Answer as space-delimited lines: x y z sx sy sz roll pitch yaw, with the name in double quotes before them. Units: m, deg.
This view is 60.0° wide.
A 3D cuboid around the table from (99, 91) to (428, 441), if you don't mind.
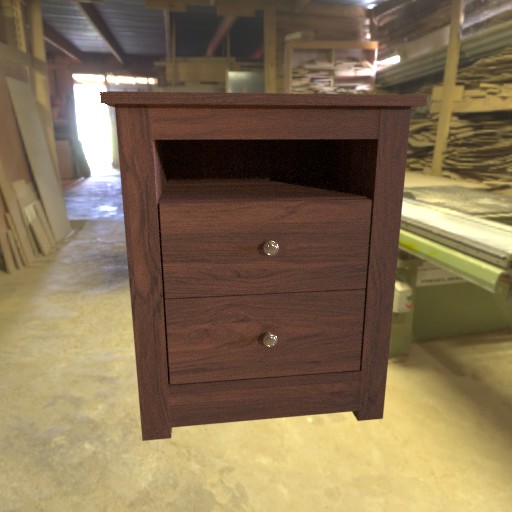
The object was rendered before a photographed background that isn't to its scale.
"table" 0.000 0.000 1.071 0.589 0.711 0.406 -2 16 -8
